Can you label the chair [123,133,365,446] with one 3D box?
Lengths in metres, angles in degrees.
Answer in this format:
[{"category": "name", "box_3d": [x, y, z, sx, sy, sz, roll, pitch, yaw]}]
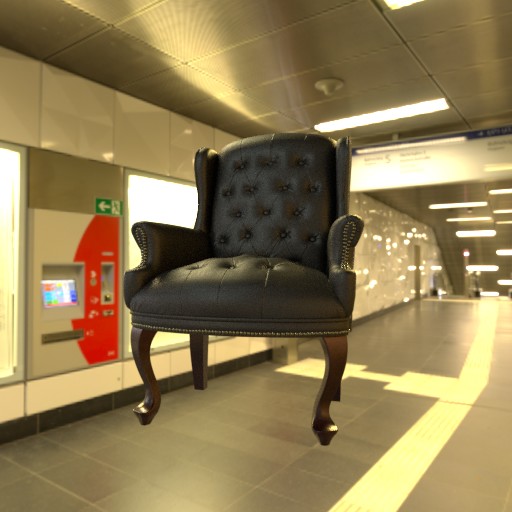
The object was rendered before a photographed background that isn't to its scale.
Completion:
[{"category": "chair", "box_3d": [0.000, 0.000, 1.712, 0.831, 1.133, 0.822, 0, -1, 16]}]
